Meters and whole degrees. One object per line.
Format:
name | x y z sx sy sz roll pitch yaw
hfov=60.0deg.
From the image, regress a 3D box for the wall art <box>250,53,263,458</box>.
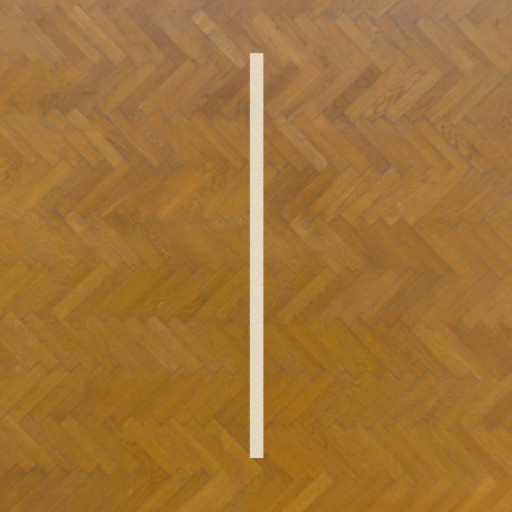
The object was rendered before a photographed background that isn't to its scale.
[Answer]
wall art | 0.000 0.000 0.683 0.013 0.533 0.381 0 90 0
